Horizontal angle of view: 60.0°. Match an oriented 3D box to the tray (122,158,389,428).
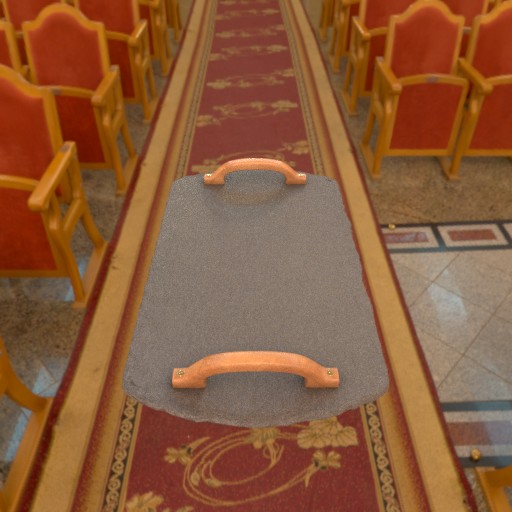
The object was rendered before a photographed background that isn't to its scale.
[{"bbox_3d":[0.000,0.000,0.485,0.231,0.062,0.387,0,42,0],"label":"tray"}]
